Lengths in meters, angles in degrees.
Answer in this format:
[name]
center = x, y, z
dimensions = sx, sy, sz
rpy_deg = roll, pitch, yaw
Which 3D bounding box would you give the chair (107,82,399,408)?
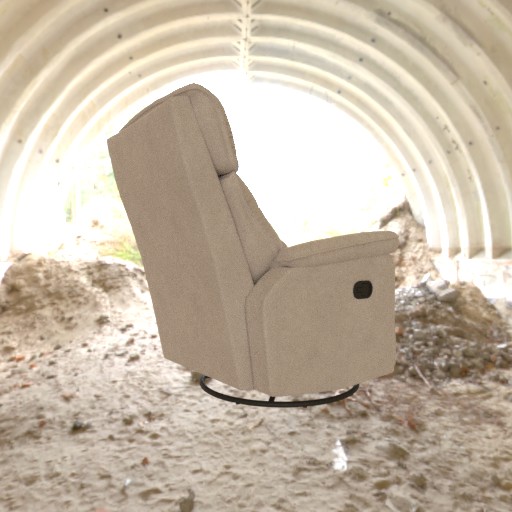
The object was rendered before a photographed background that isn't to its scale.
[chair]
center = 0.000, 0.000, 1.750
dimensions = 1.001, 1.039, 0.820
rpy_deg = 0, 0, -37
